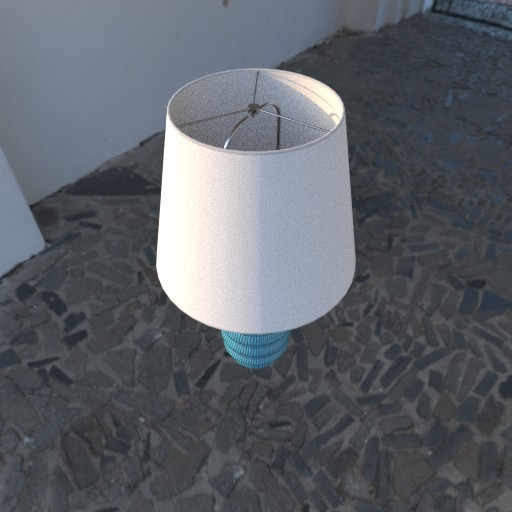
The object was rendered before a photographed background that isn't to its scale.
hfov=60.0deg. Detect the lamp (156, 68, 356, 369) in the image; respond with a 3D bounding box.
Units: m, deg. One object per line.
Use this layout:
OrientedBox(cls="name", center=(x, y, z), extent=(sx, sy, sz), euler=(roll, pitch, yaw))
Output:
OrientedBox(cls="lamp", center=(0.000, 0.000, 0.806), extent=(0.355, 0.582, 0.355), euler=(0, 45, 0))
